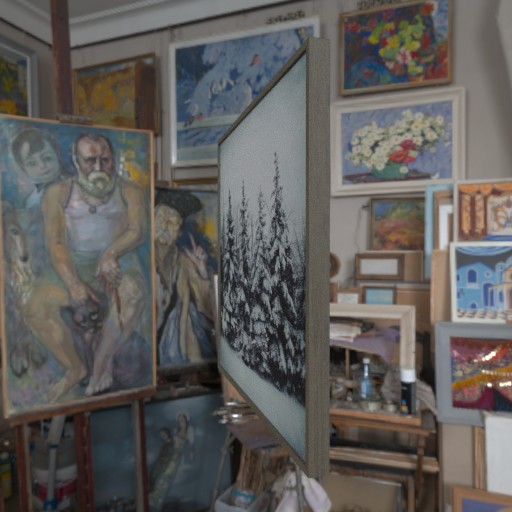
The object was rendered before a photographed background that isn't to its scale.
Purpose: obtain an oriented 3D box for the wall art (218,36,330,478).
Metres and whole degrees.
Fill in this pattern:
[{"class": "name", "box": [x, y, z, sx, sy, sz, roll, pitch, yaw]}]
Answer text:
[{"class": "wall art", "box": [0.000, 0.000, 1.128, 0.039, 0.758, 0.758, 0, 1, -17]}]
